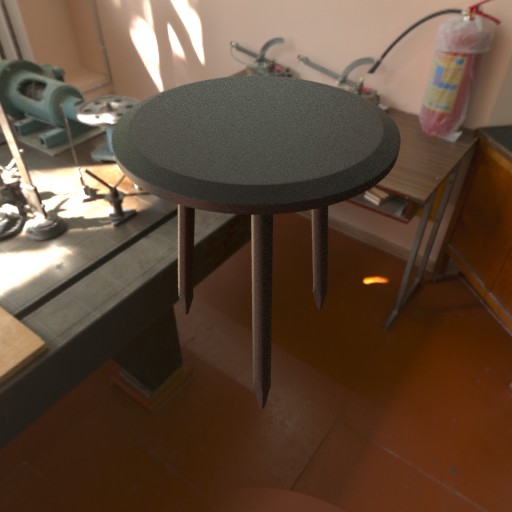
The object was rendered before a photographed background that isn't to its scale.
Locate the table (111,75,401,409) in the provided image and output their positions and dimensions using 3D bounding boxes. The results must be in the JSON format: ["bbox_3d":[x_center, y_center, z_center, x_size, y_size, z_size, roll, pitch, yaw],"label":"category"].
[{"bbox_3d":[0.000,0.000,0.906,0.457,0.585,0.457,0,41,0],"label":"table"}]
